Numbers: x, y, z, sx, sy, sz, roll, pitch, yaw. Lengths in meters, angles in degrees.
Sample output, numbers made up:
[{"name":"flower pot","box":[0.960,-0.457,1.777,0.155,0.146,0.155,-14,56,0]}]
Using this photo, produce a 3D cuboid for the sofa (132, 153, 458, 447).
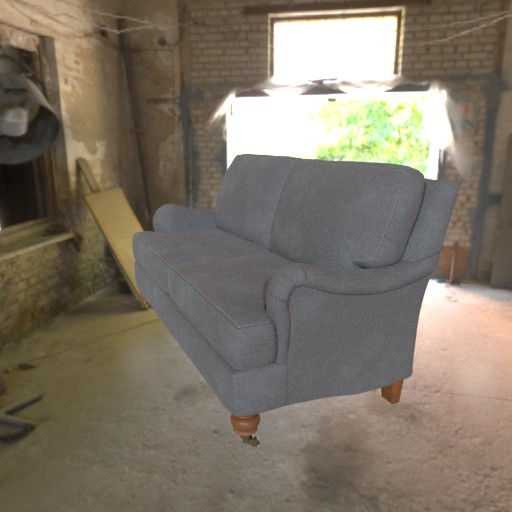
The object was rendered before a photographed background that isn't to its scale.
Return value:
[{"name":"sofa","box":[0.000,0.000,2.545,1.084,1.101,1.853,-7,17,-26]}]
